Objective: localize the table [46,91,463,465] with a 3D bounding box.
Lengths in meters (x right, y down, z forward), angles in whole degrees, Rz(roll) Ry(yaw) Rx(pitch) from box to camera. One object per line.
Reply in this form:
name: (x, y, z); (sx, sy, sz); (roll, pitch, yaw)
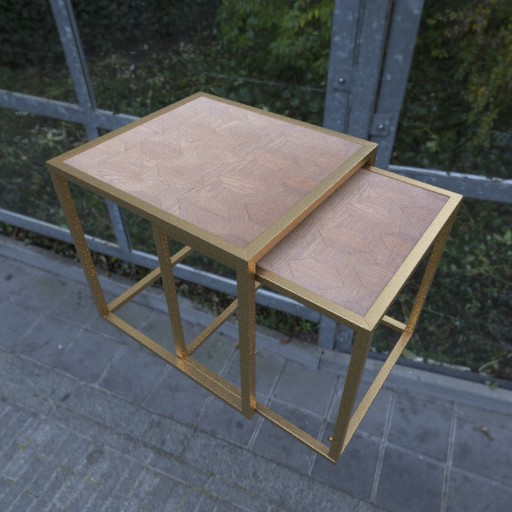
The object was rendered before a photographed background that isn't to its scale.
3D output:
table: (0.000, 0.000, 1.107); (0.762, 0.505, 0.505); (25, 47, 26)
